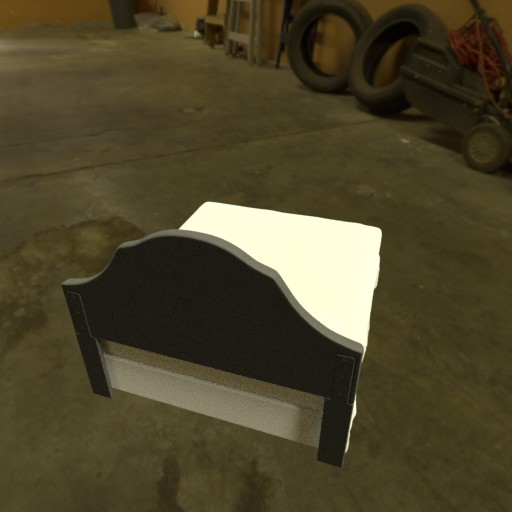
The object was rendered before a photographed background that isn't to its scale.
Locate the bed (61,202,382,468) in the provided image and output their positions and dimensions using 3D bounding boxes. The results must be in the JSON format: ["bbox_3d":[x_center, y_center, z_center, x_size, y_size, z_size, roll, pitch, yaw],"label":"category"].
[{"bbox_3d":[0.000,0.000,3.657,2.008,1.615,2.214,10,34,15],"label":"bed"}]
